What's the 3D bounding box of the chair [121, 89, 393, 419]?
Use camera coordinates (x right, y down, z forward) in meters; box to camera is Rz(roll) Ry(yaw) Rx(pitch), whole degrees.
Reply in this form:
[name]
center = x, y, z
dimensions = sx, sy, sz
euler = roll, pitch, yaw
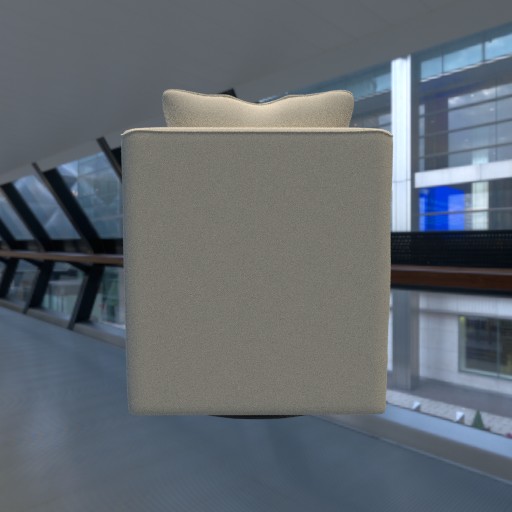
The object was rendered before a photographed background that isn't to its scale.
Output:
[chair]
center = 0.000, 0.000, 1.615
dimensions = 0.756, 0.965, 0.876
euler = 0, 0, 0
